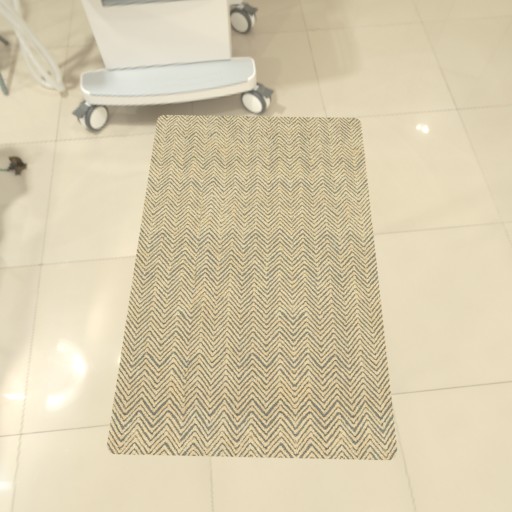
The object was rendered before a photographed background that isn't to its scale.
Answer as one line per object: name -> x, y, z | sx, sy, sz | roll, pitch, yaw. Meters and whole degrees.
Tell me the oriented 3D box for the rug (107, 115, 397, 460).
rug -> 0.000, 0.000, 2.118 | 1.144, 0.008, 1.752 | 1, 64, 1
